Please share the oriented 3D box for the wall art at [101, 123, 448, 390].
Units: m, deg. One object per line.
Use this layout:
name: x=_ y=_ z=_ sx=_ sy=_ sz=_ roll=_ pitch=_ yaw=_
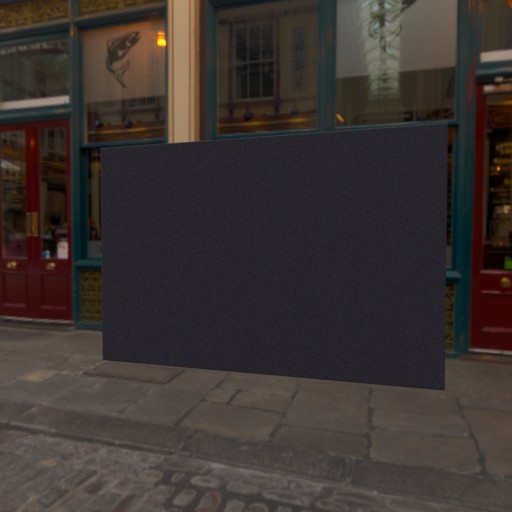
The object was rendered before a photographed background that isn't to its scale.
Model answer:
wall art: x=0.000 y=0.000 z=1.149 sx=0.908 sy=0.604 sz=0.037 roll=0 pitch=2 yaw=17
